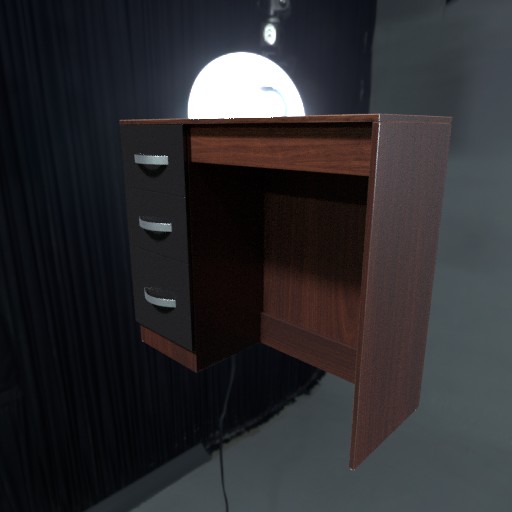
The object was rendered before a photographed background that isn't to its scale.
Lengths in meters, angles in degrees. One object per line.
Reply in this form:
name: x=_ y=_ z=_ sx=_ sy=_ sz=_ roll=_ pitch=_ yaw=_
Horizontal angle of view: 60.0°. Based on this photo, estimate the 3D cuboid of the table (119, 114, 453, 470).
table: x=0.000 y=0.000 z=1.336 sx=0.930 sy=0.790 sz=0.380 roll=15 pitch=22 yaw=42
